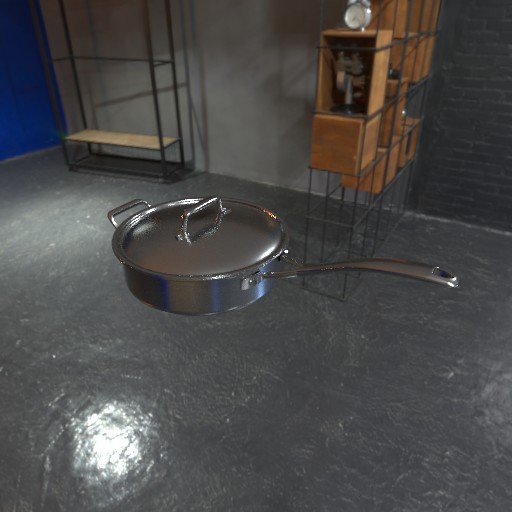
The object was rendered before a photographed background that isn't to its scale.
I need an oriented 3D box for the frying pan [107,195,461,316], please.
[{"bbox_3d":[0.000,0.000,0.585,0.492,0.111,0.245,18,35,28],"label":"frying pan"}]
